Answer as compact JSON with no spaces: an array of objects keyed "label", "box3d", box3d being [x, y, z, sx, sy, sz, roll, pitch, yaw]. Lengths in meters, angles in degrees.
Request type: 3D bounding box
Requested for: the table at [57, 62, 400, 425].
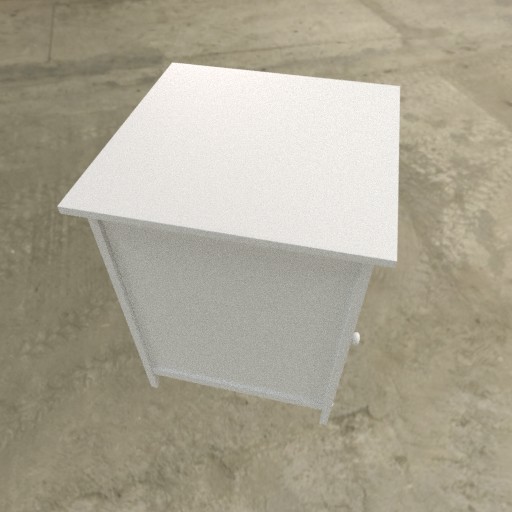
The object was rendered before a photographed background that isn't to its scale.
[{"label":"table","box3d":[0.000,0.000,0.781,0.381,0.483,0.381,10,48,9]}]
